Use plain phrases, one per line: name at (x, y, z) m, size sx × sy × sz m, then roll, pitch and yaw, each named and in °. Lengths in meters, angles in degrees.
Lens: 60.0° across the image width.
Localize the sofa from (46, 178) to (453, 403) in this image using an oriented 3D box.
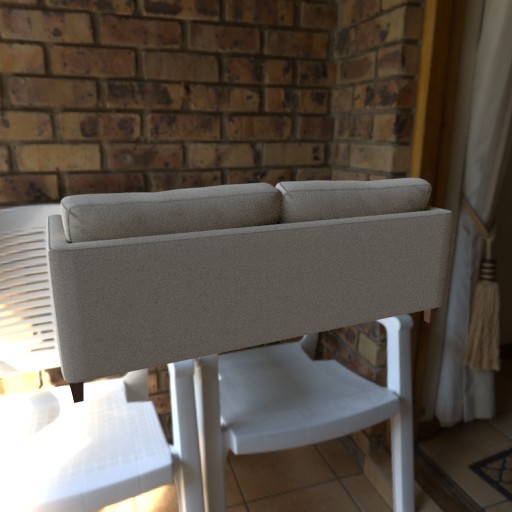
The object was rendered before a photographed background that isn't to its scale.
sofa at (0.000, 0.000, 2.799) m, size 2.361 × 0.968 × 0.951 m, roll -7°, pitch 17°, yaw -24°
